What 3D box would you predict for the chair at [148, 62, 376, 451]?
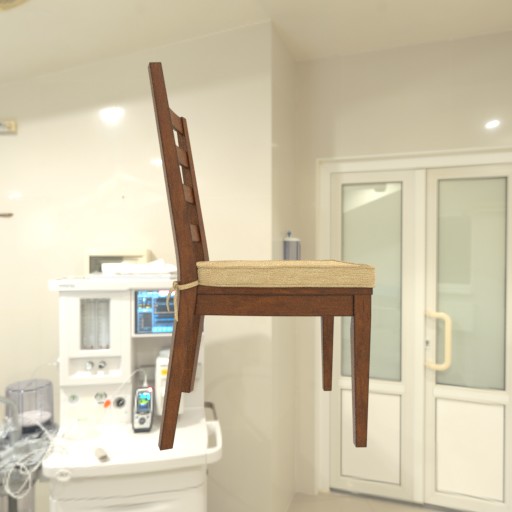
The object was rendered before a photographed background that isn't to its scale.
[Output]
[{"bbox_3d":[0.000,0.000,1.366,0.595,0.979,0.593,0,1,-2],"label":"chair"}]
